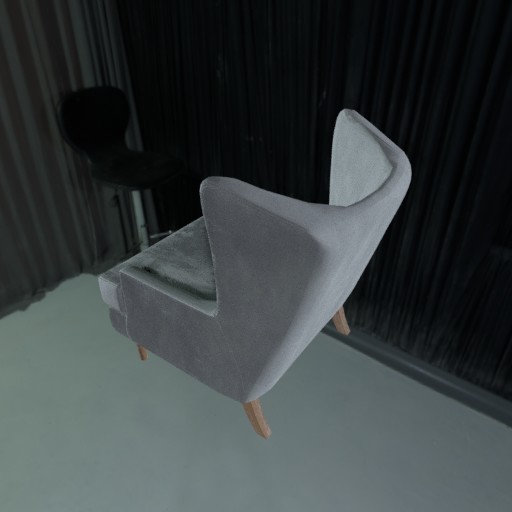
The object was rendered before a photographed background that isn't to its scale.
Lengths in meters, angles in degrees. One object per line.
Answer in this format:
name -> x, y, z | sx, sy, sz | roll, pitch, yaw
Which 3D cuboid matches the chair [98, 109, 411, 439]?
chair -> 0.000, 0.000, 1.640 | 0.906, 0.950, 0.784 | 21, 39, 29
